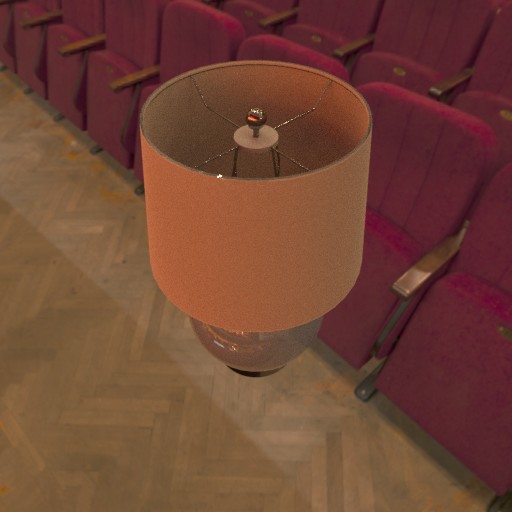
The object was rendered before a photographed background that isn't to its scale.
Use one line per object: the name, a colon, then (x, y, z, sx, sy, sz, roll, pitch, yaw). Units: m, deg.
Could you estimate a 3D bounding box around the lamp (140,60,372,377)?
lamp: (0.000, 0.000, 0.538, 0.247, 0.387, 0.247, 0, 47, 0)
